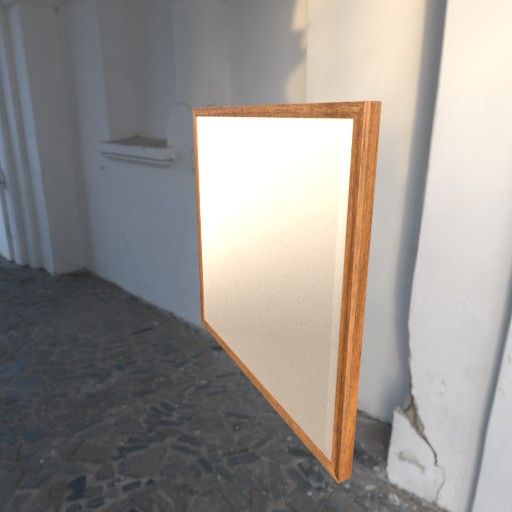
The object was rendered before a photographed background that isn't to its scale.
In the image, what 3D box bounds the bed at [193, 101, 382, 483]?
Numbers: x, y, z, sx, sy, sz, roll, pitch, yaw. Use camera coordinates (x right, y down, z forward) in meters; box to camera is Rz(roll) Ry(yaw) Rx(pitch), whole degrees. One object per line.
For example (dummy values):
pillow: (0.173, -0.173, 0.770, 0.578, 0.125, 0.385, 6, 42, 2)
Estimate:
bed: (0.000, 0.000, 1.462, 0.043, 0.940, 1.041, -9, 20, -25)
